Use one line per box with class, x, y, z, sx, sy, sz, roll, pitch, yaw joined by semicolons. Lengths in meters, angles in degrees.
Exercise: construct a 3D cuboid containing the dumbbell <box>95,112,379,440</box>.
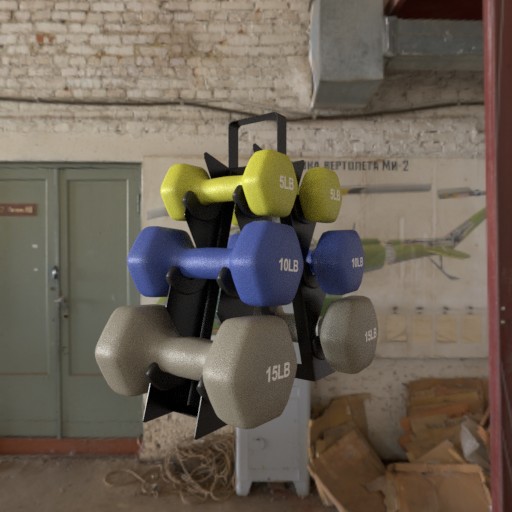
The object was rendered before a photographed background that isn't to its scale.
dumbbell;0.000;0.000;0.688;0.261;0.426;0.416;0;0;36
